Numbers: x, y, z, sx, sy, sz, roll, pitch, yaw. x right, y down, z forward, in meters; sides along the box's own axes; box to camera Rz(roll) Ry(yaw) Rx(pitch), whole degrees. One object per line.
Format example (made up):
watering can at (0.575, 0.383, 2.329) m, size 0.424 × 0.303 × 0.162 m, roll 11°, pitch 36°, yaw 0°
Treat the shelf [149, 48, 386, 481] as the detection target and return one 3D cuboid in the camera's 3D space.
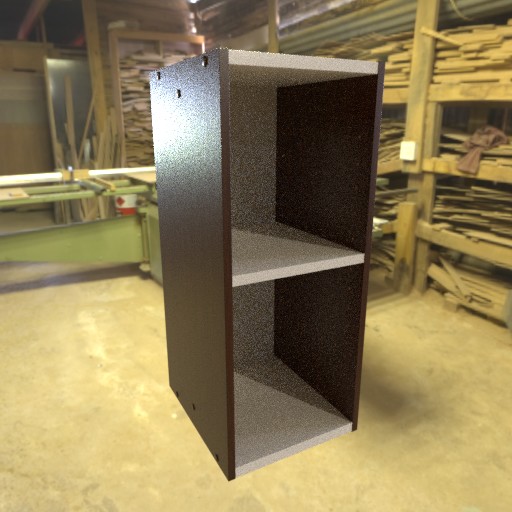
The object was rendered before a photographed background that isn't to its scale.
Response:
shelf at (0.000, 0.000, 0.762) m, size 0.253 × 0.600 × 0.290 m, roll -9°, pitch 19°, yaw -27°
